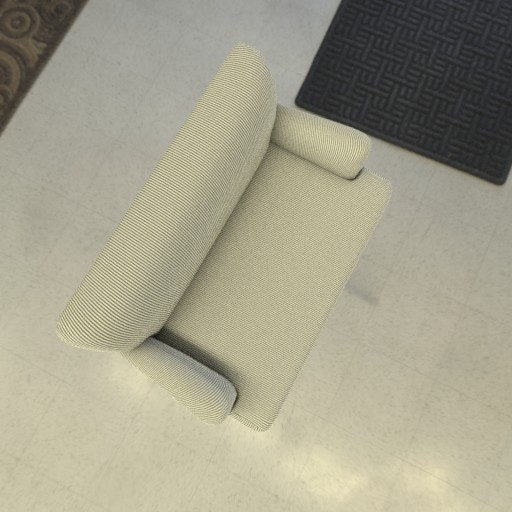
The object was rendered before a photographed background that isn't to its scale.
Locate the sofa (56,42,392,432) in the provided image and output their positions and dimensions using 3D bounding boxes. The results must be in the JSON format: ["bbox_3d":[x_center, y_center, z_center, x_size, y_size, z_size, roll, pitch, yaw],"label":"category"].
[{"bbox_3d":[0.000,0.000,1.832,0.779,0.889,1.297,29,80,6],"label":"sofa"}]
